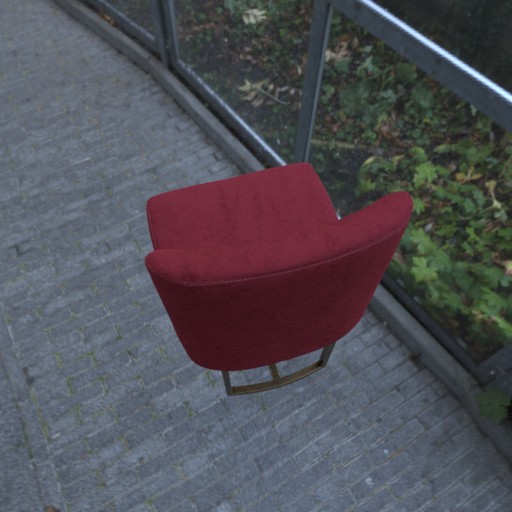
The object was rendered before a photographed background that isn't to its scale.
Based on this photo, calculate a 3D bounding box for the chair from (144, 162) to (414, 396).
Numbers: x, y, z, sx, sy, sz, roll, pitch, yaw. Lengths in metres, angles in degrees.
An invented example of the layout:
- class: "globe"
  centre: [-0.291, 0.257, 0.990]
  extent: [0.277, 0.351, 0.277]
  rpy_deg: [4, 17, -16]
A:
- class: "chair"
  centre: [0.000, 0.000, 1.202]
  extent: [0.530, 0.824, 0.560]
  rpy_deg: [-14, 60, -9]
